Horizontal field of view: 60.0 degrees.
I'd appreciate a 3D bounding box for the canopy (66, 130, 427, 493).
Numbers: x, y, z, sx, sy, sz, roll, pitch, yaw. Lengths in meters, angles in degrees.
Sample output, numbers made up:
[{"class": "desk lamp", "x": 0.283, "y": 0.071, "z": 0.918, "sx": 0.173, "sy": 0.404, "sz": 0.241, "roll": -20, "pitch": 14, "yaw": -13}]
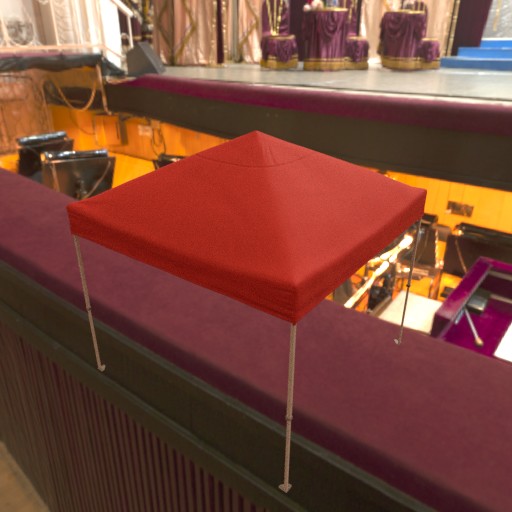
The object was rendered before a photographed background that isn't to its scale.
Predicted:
[{"class": "canopy", "x": 0.000, "y": 0.000, "z": 5.426, "sx": 2.998, "sy": 2.997, "sz": 2.996, "roll": 18, "pitch": 31, "yaw": 33}]
